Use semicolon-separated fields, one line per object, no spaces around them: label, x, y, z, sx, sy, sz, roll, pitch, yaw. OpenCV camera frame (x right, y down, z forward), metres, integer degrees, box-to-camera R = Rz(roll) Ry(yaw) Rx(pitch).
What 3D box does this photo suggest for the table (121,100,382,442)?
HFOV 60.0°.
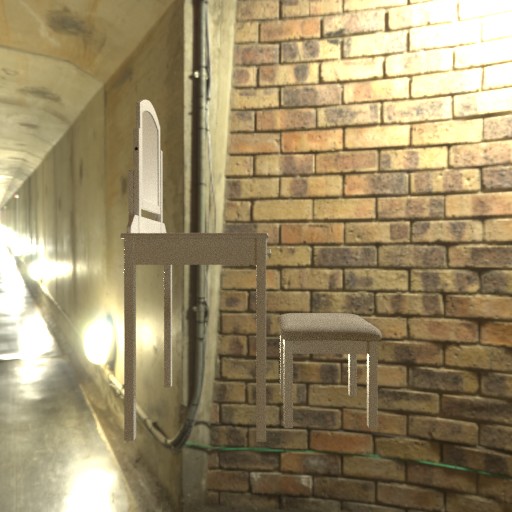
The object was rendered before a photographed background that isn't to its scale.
table;0.000;0.000;2.357;1.211;1.631;0.876;0;0;1
